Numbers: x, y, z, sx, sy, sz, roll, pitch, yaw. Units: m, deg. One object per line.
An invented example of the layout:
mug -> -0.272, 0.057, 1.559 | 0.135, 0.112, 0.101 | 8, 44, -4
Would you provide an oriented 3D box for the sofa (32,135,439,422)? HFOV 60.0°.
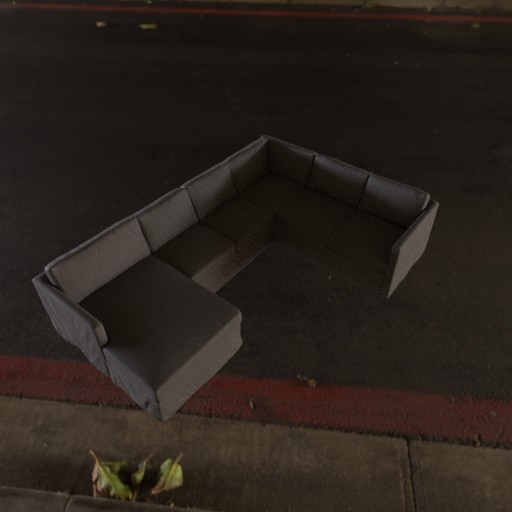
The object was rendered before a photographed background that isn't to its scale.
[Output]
sofa -> 0.000, 0.000, 4.609 | 2.476, 0.878, 3.528 | 28, 49, 28
